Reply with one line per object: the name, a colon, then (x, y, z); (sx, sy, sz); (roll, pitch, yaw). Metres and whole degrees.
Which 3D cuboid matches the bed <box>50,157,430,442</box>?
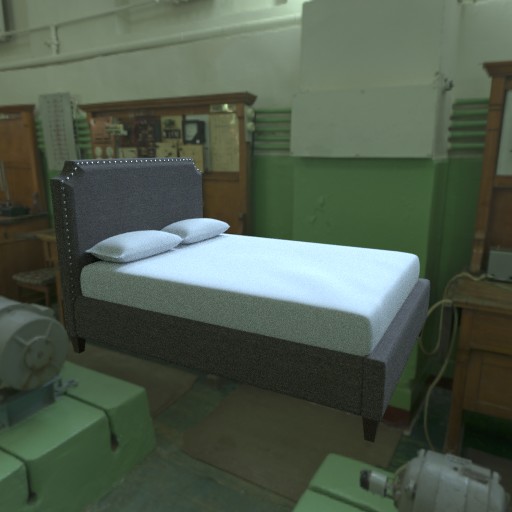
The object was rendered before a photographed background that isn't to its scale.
bed: (0.000, 0.000, 3.431); (2.381, 1.457, 1.713); (7, 15, 27)
